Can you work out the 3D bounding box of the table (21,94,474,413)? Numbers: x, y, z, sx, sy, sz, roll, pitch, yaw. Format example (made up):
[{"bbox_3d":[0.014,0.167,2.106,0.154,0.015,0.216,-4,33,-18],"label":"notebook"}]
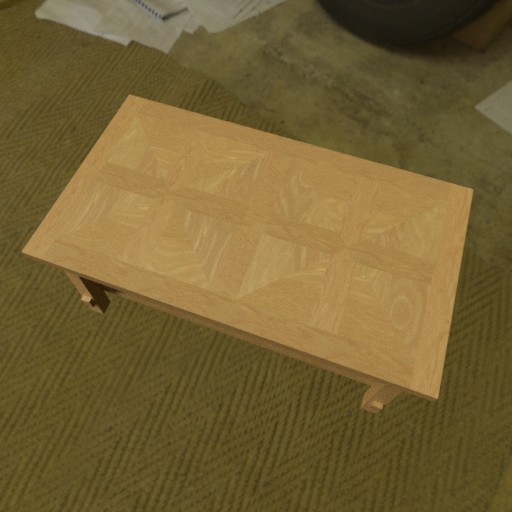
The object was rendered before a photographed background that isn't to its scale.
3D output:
[{"bbox_3d":[0.000,0.000,1.634,1.270,0.507,0.711,18,64,9],"label":"table"}]
